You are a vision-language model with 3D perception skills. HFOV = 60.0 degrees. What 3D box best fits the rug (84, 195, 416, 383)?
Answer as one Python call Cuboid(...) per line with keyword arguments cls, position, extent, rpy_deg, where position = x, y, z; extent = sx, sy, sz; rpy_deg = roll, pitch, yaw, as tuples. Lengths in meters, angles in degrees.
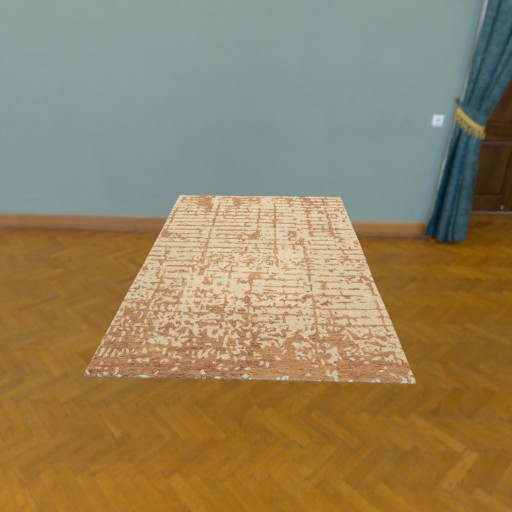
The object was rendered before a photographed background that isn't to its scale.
Cuboid(cls="rug", position=(0.000, 0.000, 3.095), extent=(1.517, 0.011, 2.435), rpy_deg=(1, 27, 2))
